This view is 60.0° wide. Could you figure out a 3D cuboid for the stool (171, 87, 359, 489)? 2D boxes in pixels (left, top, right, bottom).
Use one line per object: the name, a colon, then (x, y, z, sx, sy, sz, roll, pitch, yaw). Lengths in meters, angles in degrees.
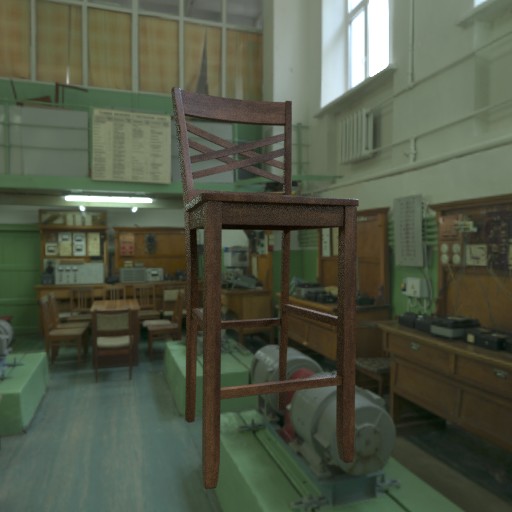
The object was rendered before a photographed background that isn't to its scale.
stool: (0.000, 0.000, 1.336, 0.433, 1.105, 0.487, 0, 1, -20)
